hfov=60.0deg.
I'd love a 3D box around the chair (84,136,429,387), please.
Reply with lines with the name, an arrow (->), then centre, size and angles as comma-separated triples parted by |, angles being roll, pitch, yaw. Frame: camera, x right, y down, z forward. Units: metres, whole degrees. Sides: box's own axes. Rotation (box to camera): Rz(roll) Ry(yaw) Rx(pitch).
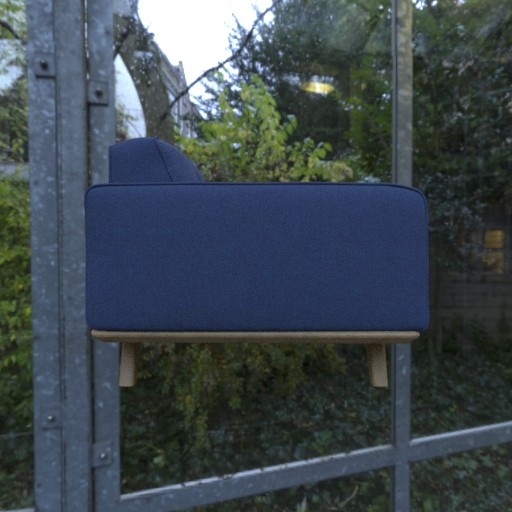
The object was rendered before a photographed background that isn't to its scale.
chair -> 0.000, 0.000, 1.740 | 0.953, 0.783, 1.118 | 0, 1, 0
